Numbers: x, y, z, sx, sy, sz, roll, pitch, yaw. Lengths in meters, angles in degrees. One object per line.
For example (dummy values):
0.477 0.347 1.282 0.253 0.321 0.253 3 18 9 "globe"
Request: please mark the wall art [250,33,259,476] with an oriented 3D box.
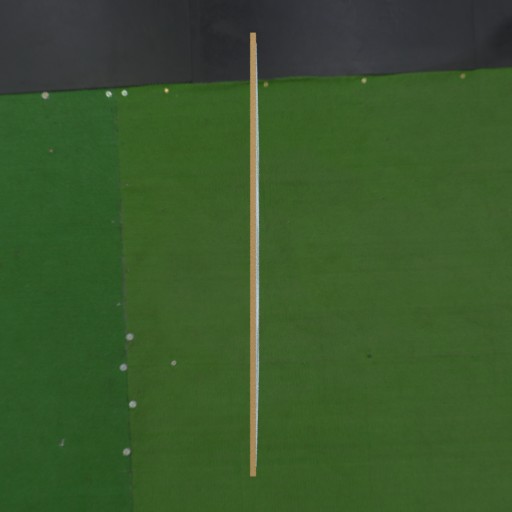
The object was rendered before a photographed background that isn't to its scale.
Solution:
0.000 0.000 1.440 0.013 0.959 0.962 0 89 1 "wall art"
